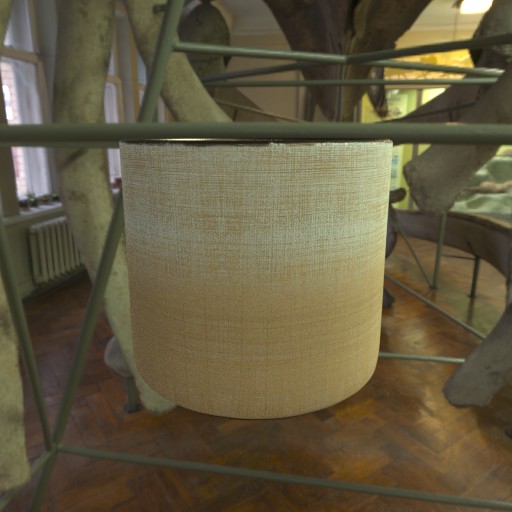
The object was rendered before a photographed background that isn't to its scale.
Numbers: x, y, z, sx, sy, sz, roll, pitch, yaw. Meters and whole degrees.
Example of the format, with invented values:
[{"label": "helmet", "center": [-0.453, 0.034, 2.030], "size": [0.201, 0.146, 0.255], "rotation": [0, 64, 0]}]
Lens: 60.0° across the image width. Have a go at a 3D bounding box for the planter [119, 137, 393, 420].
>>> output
[{"label": "planter", "center": [0.000, 0.000, 0.392], "size": [0.221, 0.201, 0.221], "rotation": [0, 15, 0]}]
